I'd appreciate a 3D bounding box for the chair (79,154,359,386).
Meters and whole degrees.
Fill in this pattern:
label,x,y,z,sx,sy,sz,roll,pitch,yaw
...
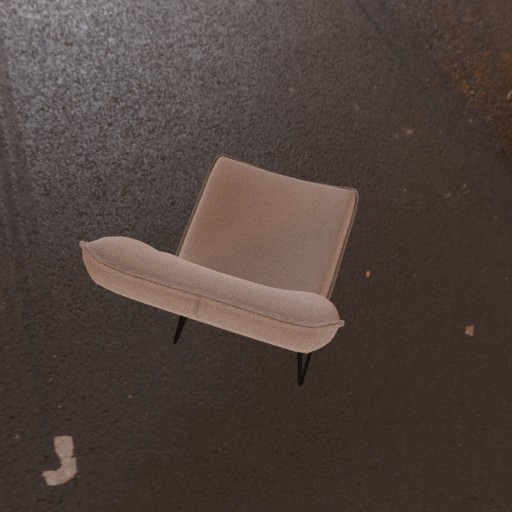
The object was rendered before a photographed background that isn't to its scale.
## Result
label,x,y,z,sx,sy,sz,roll,pitch,yaw
chair,0.000,0.000,1.323,0.515,0.930,0.688,16,65,8
